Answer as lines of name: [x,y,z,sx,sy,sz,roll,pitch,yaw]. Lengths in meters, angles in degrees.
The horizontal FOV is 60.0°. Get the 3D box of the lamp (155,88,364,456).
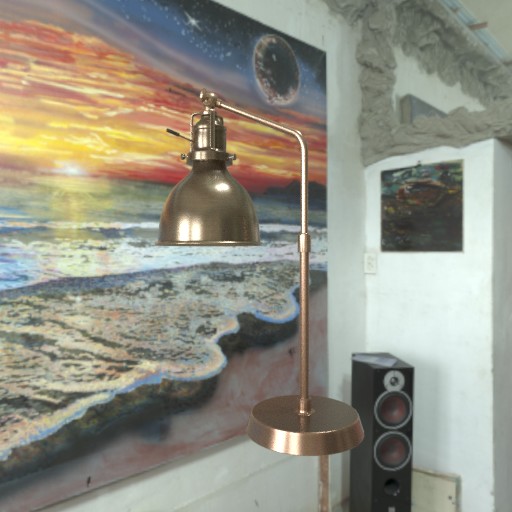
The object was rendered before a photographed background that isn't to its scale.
lamp: [0.000,0.000,0.600,0.286,0.456,0.153,0,0,17]
